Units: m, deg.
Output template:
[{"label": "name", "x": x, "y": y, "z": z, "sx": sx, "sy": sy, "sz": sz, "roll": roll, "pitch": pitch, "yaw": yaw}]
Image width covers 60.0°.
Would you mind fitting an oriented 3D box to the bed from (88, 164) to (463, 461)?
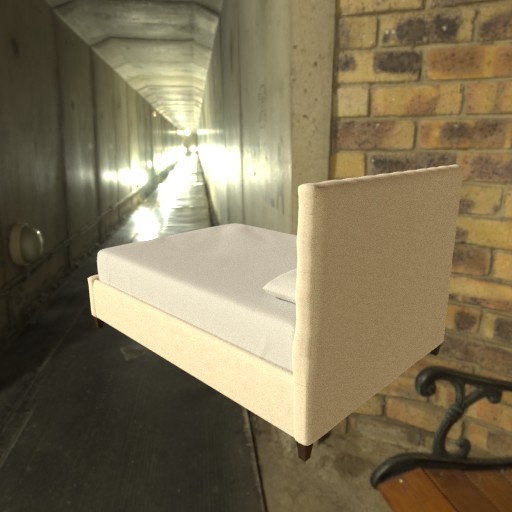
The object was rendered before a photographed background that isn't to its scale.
[{"label": "bed", "x": 0.000, "y": 0.000, "z": 3.447, "sx": 2.387, "sy": 1.427, "sz": 1.698, "roll": 15, "pitch": 22, "yaw": 43}]
